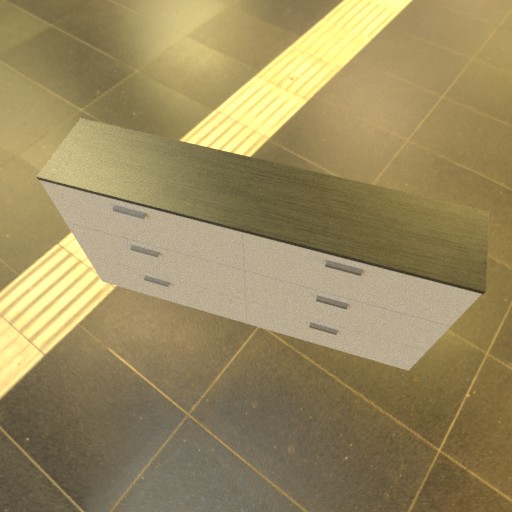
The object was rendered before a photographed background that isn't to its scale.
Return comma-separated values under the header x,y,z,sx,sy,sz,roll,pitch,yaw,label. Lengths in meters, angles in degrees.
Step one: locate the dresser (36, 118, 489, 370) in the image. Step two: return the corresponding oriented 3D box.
x,y,z,sx,sy,sz,roll,pitch,yaw,label
0.000,0.000,1.859,1.535,0.790,0.333,15,59,9,dresser
